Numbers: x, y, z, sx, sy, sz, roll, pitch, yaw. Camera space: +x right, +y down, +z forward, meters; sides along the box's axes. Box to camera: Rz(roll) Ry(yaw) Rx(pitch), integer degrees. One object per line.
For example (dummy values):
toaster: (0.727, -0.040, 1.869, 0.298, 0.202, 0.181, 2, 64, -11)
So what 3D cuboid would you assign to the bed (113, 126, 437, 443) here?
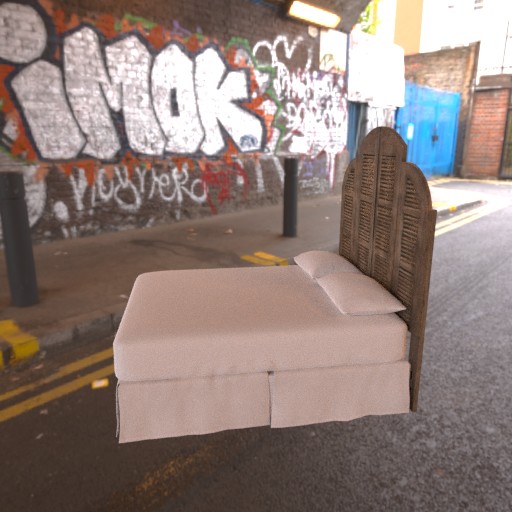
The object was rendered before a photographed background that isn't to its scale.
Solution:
bed: (0.000, 0.000, 3.575, 2.138, 2.019, 1.713, -2, 15, -8)
